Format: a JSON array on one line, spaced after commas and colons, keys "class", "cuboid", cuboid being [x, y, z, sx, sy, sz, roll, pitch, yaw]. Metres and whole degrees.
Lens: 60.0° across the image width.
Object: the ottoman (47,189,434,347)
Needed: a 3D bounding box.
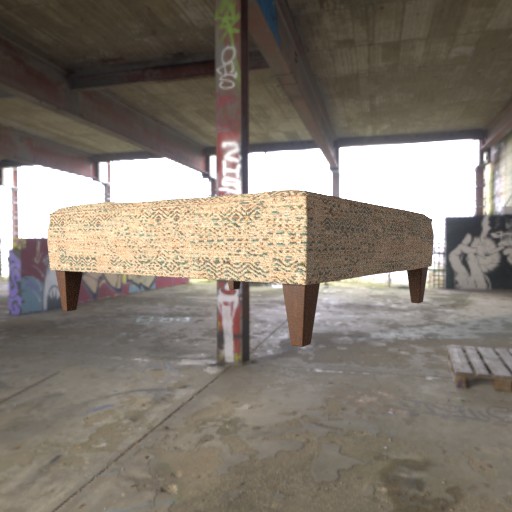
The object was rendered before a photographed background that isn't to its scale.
[{"class": "ottoman", "cuboid": [0.000, 0.000, 1.571, 0.968, 0.356, 1.004, 1, 2, 36]}]
